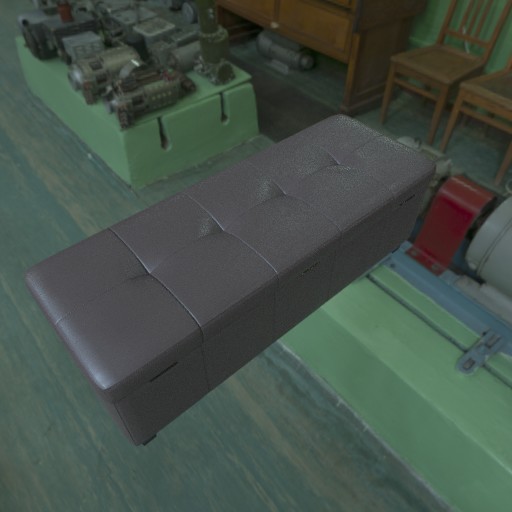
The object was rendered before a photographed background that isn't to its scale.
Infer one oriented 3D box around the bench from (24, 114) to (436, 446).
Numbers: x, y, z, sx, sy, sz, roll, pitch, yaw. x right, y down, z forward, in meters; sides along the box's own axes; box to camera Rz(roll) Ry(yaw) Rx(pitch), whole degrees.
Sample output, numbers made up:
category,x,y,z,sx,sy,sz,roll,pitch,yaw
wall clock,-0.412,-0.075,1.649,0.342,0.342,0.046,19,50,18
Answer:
category,x,y,z,sx,sy,sz,roll,pitch,yaw
bench,0.000,0.000,1.418,1.219,0.417,0.450,-32,55,-27
